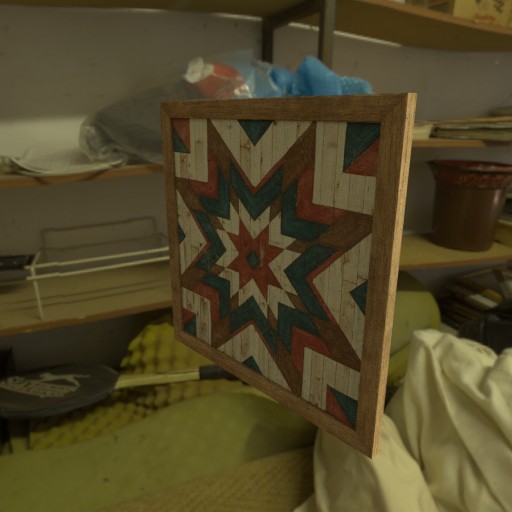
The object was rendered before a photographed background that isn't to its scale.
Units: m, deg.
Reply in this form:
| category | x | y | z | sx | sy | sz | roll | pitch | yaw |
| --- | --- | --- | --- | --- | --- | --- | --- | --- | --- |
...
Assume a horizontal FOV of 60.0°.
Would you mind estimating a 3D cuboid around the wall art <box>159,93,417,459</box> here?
| category | x | y | z | sx | sy | sz | roll | pitch | yaw |
| --- | --- | --- | --- | --- | --- | --- | --- | --- | --- |
| wall art | 0.000 | 0.000 | 1.028 | 0.029 | 0.691 | 0.695 | -17 | 24 | -41 |
